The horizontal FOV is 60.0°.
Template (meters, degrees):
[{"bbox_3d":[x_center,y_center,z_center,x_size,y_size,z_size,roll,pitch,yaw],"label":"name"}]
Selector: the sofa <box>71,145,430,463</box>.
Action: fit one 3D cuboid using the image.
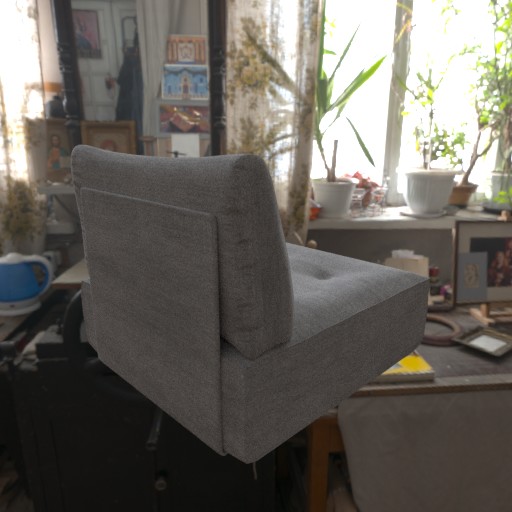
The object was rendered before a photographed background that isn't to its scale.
[{"bbox_3d":[0.000,0.000,1.682,1.000,0.820,0.930,-15,22,-42],"label":"sofa"}]
